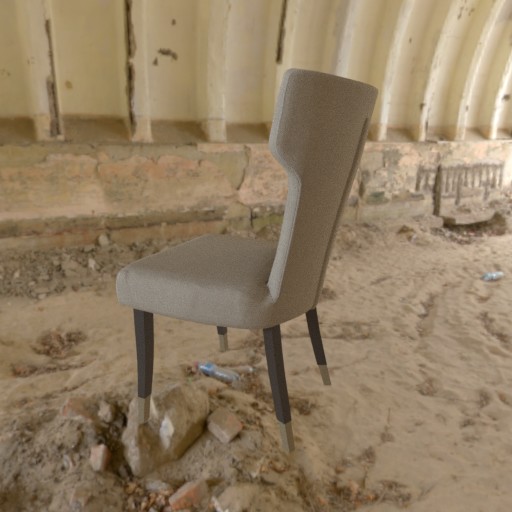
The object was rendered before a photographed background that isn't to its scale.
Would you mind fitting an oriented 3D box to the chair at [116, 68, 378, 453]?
[{"bbox_3d":[0.000,0.000,1.305,0.630,0.955,0.526,7,17,24],"label":"chair"}]
